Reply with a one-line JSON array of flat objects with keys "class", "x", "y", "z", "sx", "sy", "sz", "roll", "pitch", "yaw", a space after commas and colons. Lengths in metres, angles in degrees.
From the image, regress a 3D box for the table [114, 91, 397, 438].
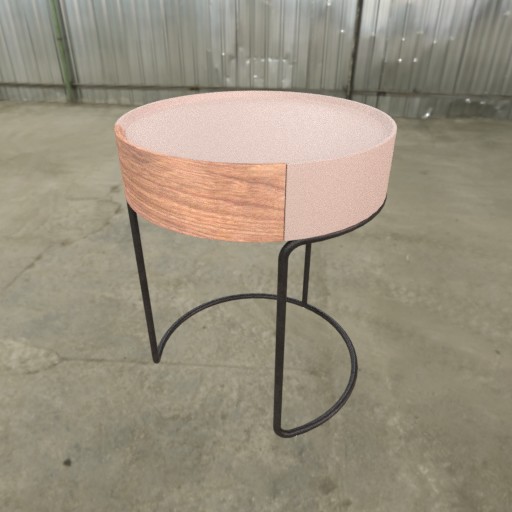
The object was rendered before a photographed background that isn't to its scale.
[{"class": "table", "x": 0.000, "y": 0.000, "z": 0.864, "sx": 0.450, "sy": 0.530, "sz": 0.450, "roll": 0, "pitch": 31, "yaw": 0}]
